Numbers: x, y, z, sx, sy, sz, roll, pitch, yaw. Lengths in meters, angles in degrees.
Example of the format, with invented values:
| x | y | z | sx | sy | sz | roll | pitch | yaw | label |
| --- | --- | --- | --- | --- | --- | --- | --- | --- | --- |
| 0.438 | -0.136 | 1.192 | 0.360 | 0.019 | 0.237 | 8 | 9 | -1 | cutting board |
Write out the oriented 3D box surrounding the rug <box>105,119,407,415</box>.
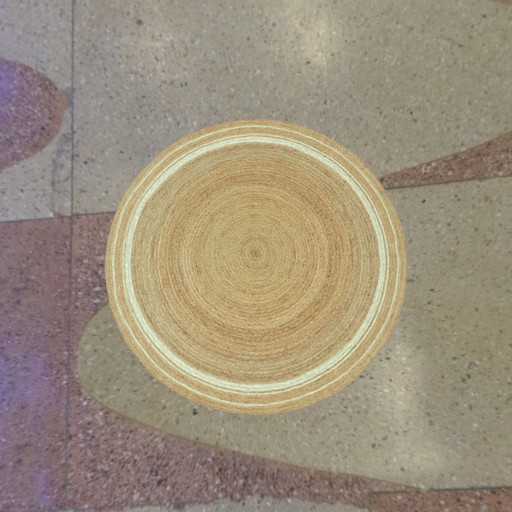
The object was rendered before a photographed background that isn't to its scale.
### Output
| x | y | z | sx | sy | sz | roll | pitch | yaw | label |
| --- | --- | --- | --- | --- | --- | --- | --- | --- | --- |
| 0.000 | 0.000 | 3.601 | 2.444 | 0.015 | 2.444 | 0 | 77 | 0 | rug |
